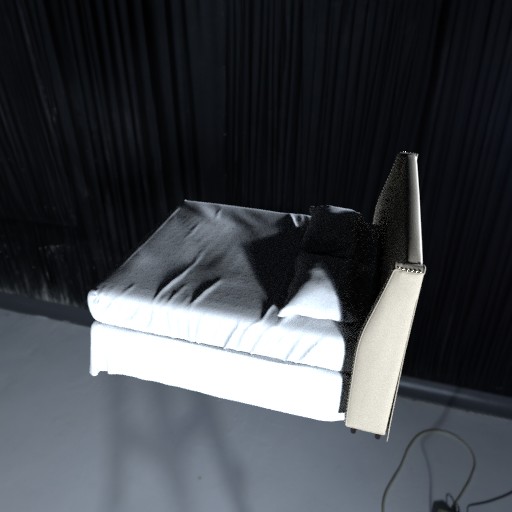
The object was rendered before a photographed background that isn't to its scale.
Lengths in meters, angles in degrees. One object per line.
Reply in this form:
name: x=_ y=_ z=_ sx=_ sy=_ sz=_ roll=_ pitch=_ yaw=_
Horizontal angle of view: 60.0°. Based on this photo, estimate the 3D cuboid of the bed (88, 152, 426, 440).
bed: x=0.000 y=0.000 z=3.516 sx=2.276 sy=1.332 sz=1.925 roll=9 pitch=32 yaw=14
